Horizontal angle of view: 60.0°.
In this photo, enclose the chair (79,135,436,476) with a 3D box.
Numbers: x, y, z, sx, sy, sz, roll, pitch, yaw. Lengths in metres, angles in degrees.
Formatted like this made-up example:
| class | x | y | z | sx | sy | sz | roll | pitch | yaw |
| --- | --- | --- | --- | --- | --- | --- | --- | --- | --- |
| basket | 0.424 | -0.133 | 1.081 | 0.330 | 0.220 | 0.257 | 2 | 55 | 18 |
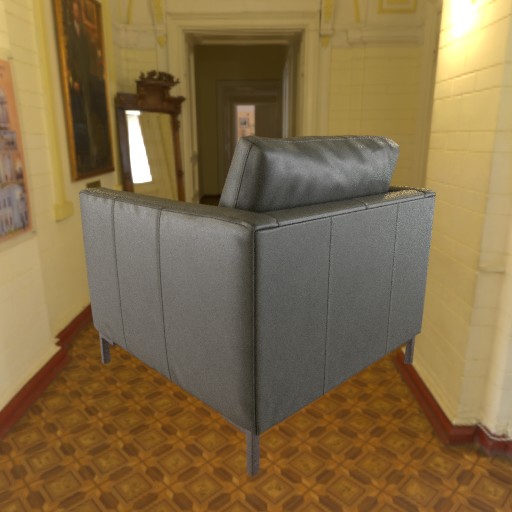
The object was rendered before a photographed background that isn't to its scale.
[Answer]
| class | x | y | z | sx | sy | sz | roll | pitch | yaw |
| --- | --- | --- | --- | --- | --- | --- | --- | --- | --- |
| chair | 0.000 | 0.000 | 1.497 | 0.967 | 0.824 | 0.861 | -14 | 20 | -42 |
